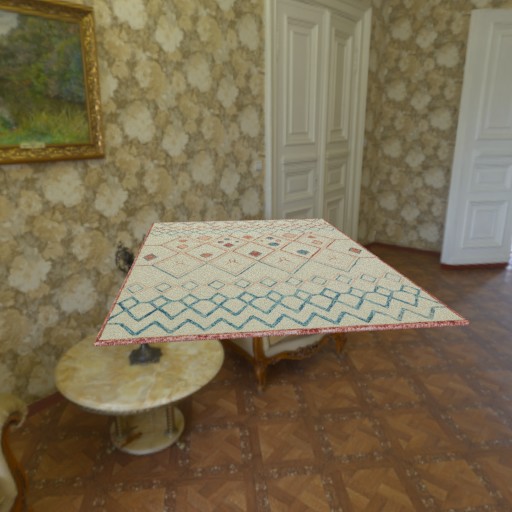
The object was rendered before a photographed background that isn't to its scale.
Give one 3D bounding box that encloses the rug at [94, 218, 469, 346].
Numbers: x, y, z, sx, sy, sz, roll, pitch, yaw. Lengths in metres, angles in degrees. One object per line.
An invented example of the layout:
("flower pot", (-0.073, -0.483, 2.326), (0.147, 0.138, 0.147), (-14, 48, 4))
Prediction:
("rug", (0.000, 0.000, 2.286), (1.219, 0.016, 1.829), (-2, 16, -7))
